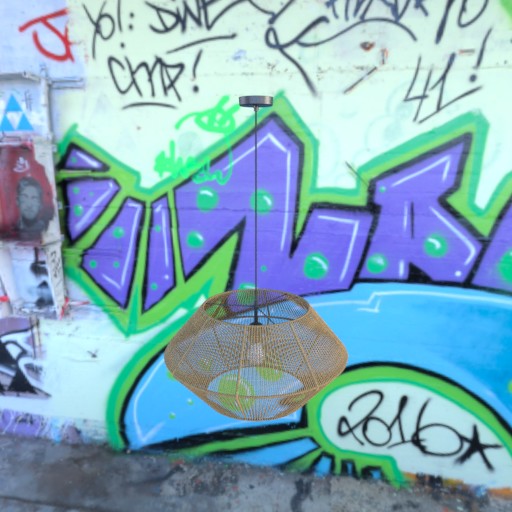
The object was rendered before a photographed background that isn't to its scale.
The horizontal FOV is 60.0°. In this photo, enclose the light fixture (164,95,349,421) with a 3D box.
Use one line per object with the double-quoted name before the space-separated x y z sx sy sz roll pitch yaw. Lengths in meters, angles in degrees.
"light fixture" 0.000 0.000 1.490 0.643 1.009 0.643 0 14 0
